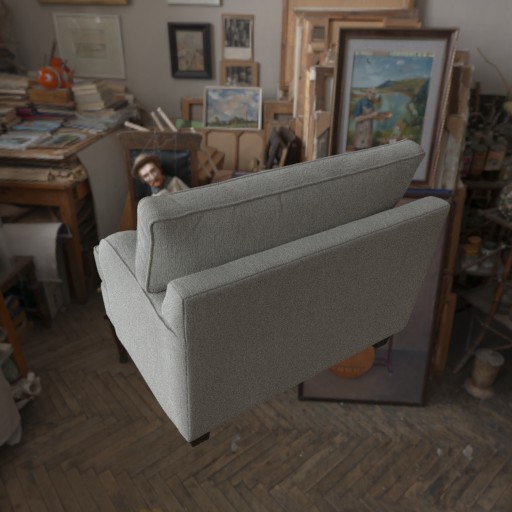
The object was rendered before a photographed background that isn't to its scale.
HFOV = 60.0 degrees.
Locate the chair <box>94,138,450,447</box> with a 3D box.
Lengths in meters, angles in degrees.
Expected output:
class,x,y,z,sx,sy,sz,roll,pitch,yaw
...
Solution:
class,x,y,z,sx,sy,sz,roll,pitch,yaw
chair,0.000,0.000,1.998,1.220,1.016,1.041,-18,35,-29
